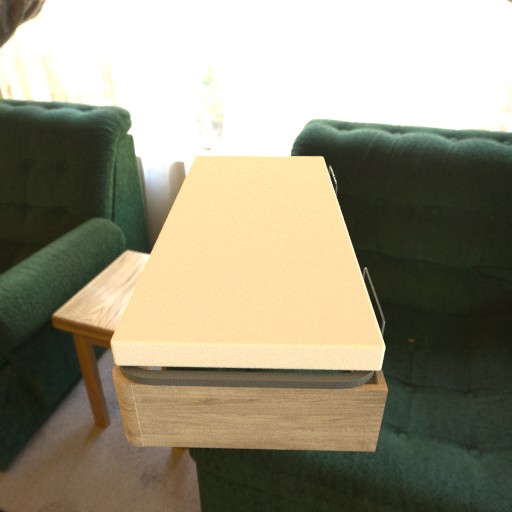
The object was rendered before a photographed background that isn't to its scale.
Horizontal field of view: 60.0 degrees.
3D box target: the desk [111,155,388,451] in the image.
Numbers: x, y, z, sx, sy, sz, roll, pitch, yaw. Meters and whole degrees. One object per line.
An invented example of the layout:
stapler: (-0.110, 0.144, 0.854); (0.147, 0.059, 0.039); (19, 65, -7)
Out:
desk: (0.000, 0.000, 2.257); (0.900, 0.455, 1.900); (1, 31, 1)
